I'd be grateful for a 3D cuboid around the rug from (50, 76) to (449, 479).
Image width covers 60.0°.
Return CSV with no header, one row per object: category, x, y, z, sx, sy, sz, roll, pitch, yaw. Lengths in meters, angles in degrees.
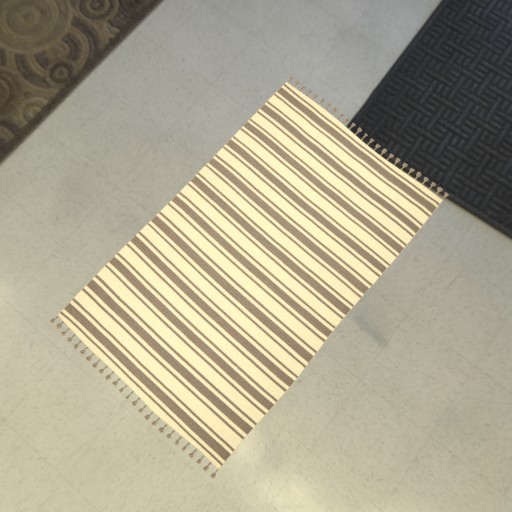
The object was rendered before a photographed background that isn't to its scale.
rug,0.000,0.000,2.544,1.229,0.011,2.096,41,80,9
